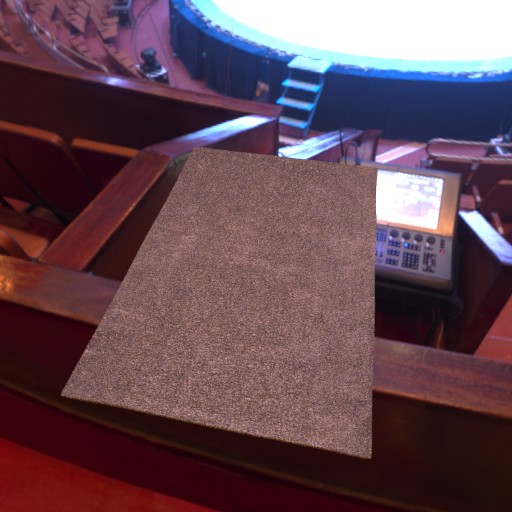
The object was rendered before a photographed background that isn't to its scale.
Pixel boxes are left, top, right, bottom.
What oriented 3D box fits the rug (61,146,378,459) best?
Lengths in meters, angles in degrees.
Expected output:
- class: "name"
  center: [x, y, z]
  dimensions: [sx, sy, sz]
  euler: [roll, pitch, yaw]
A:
- class: "rug"
  center: [0.000, 0.000, 3.400]
  dimensions: [1.802, 0.026, 2.699]
  euler: [8, 47, 8]
